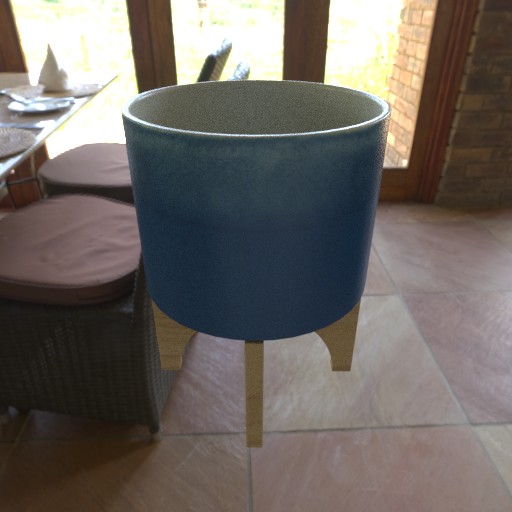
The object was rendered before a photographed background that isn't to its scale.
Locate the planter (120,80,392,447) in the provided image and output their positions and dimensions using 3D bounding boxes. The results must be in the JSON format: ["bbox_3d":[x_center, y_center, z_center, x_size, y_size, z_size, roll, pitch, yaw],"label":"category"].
[{"bbox_3d":[0.000,0.000,0.391,0.192,0.263,0.192,0,30,0],"label":"planter"}]
